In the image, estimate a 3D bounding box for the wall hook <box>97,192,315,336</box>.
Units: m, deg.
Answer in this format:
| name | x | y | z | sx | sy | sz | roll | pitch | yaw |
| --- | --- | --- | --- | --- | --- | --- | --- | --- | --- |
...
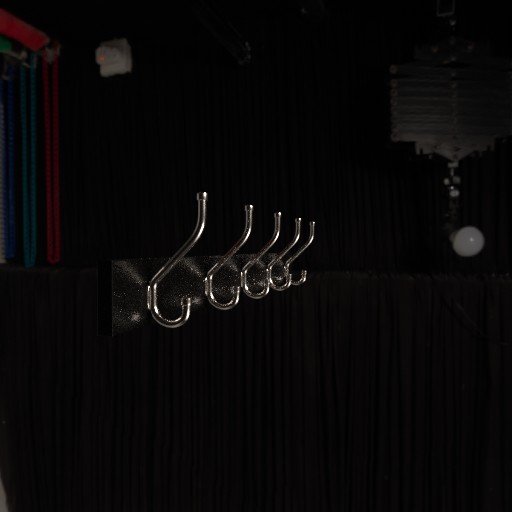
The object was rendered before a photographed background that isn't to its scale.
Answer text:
| name | x | y | z | sx | sy | sz | roll | pitch | yaw |
| --- | --- | --- | --- | --- | --- | --- | --- | --- | --- |
| wall hook | 0.000 | 0.000 | 0.608 | 0.071 | 0.117 | 0.571 | 0 | 1 | 19 |
